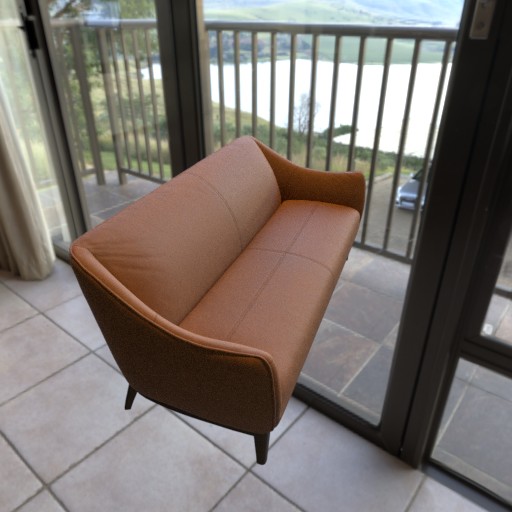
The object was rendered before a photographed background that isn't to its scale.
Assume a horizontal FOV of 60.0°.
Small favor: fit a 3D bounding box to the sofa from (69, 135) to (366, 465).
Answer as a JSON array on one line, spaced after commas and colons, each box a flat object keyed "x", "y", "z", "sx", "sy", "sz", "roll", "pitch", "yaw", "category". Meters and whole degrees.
[{"x": 0.000, "y": 0.000, "z": 2.373, "sx": 0.869, "sy": 0.830, "sz": 1.928, "roll": 11, "pitch": 31, "yaw": 18, "category": "sofa"}]
